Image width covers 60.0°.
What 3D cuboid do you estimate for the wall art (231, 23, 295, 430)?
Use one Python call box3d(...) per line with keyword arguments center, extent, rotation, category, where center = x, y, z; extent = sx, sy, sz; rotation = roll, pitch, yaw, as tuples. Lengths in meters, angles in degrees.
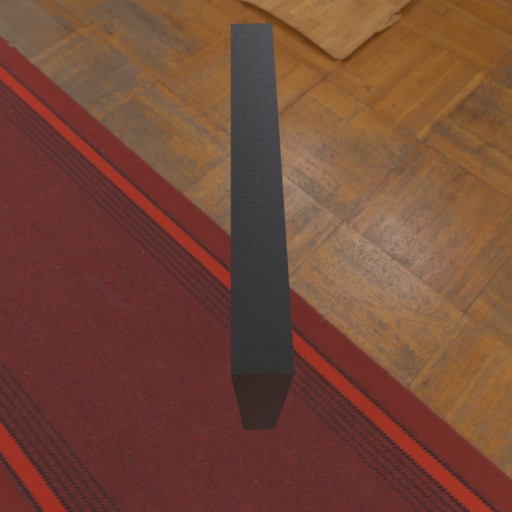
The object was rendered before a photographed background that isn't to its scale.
box3d(center=(0.000, 0.000, 0.455), extent=(0.037, 0.303, 0.304), rotation=(-1, 63, -1), category="wall art")
